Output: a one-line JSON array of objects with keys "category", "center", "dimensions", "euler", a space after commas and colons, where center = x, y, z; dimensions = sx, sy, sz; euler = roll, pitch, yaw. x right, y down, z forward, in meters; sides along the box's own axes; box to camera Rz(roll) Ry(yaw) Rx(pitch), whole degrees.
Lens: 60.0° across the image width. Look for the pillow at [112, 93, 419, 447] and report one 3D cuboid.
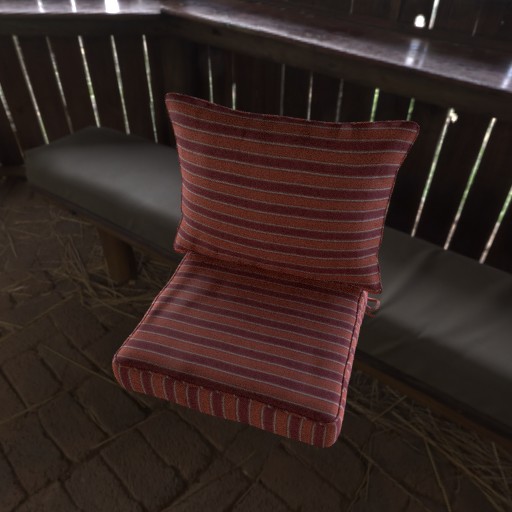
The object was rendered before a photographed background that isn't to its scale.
[{"category": "pillow", "center": [0.000, 0.000, 1.348], "dimensions": [0.799, 0.723, 0.733], "euler": [12, 40, 14]}]
